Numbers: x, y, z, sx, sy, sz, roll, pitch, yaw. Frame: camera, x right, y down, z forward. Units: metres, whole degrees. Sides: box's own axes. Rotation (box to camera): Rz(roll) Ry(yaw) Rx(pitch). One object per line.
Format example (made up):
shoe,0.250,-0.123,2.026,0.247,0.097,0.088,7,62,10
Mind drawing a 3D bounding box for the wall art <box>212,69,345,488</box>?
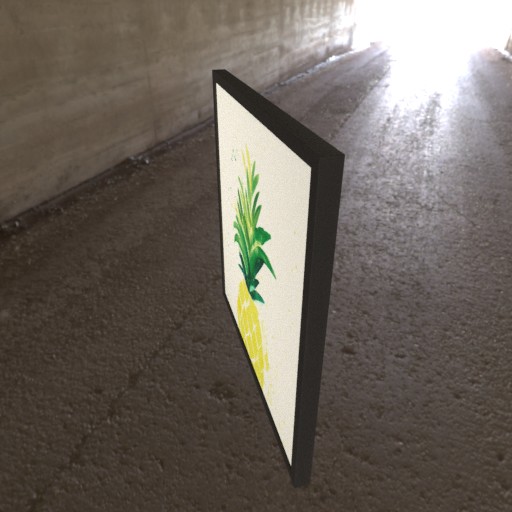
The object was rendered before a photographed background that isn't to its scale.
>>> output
wall art,0.000,0.000,1.107,0.037,0.760,0.762,-8,32,-13
